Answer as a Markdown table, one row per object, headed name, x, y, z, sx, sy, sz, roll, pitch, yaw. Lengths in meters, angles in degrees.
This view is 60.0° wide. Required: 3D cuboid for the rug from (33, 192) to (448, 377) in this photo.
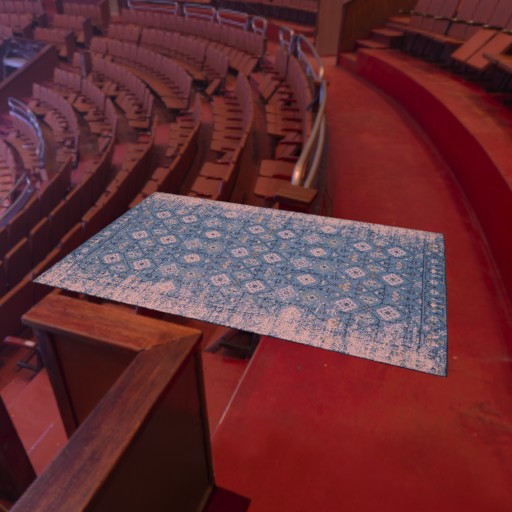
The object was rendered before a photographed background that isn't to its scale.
| name | x | y | z | sx | sy | sz | roll | pitch | yaw |
| --- | --- | --- | --- | --- | --- | --- | --- | --- | --- |
| rug | 0.000 | 0.000 | 2.220 | 1.795 | 0.008 | 1.102 | 10 | 33 | 16 |
